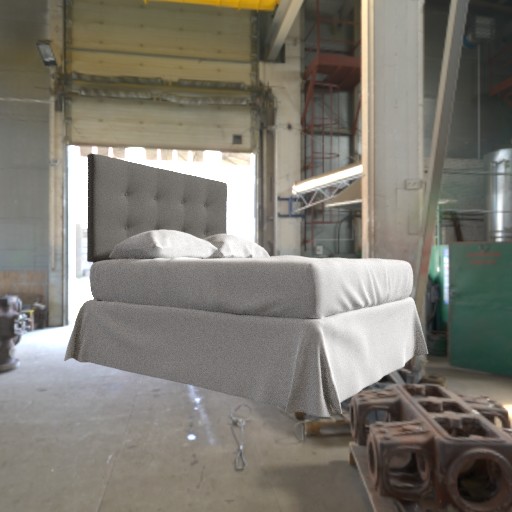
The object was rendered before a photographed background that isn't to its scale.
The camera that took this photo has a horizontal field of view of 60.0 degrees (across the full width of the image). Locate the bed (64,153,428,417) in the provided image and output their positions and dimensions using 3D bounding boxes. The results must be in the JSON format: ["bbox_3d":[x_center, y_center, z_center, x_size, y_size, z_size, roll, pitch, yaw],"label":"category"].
[{"bbox_3d":[0.000,0.000,3.470,2.222,1.577,1.936,0,0,36],"label":"bed"}]
